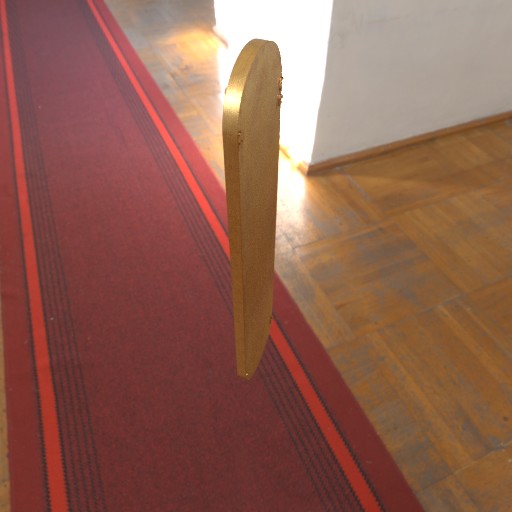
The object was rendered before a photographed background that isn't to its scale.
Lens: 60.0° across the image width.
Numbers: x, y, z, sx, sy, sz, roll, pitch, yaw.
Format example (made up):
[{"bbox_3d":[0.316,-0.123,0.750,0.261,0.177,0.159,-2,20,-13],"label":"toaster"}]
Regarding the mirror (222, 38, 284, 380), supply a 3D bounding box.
[{"bbox_3d":[0.000,0.000,1.070,0.032,0.991,0.222,16,49,14],"label":"mirror"}]
